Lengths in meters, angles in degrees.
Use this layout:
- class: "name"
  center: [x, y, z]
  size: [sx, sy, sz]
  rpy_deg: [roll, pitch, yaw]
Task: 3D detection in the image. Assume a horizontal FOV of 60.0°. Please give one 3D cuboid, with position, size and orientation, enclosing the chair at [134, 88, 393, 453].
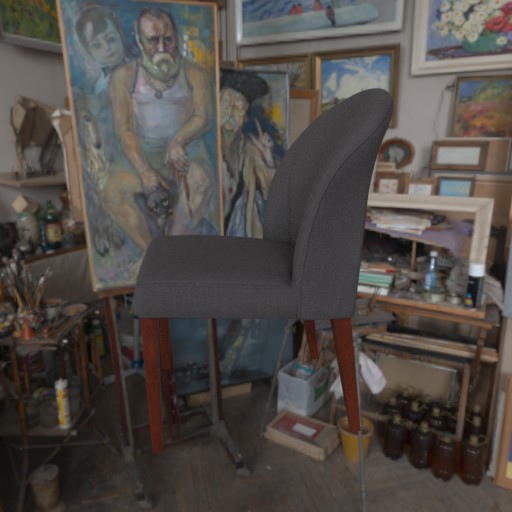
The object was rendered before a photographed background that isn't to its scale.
- class: "chair"
  center: [0.000, 0.000, 1.231]
  size: [0.619, 0.879, 0.506]
  rpy_deg: [-2, 15, -8]
